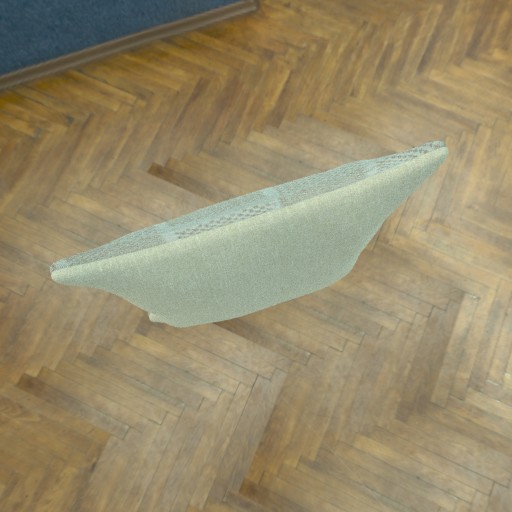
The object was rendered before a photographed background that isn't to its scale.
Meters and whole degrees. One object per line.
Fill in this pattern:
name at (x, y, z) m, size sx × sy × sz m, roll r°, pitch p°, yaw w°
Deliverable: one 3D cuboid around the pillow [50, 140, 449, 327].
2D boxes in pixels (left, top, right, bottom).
pillow at (0.000, 0.000, 0.665) m, size 0.436 × 0.432 × 0.138 m, roll -18°, pitch 76°, yaw -5°
